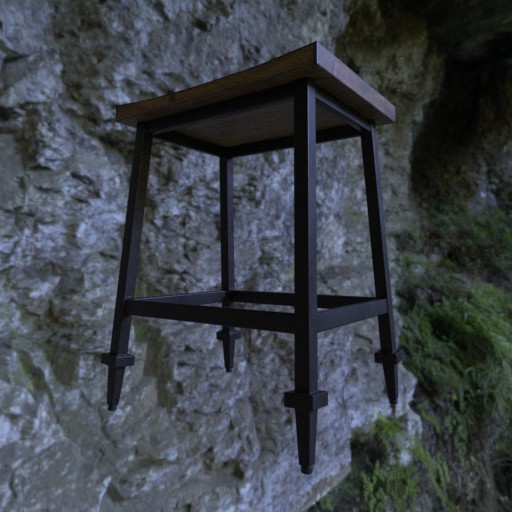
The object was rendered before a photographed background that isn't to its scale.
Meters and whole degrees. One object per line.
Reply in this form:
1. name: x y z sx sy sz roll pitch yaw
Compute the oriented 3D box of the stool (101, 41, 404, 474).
1. stool: 0.000 0.000 0.922 0.486 0.625 0.405 0 0 36
